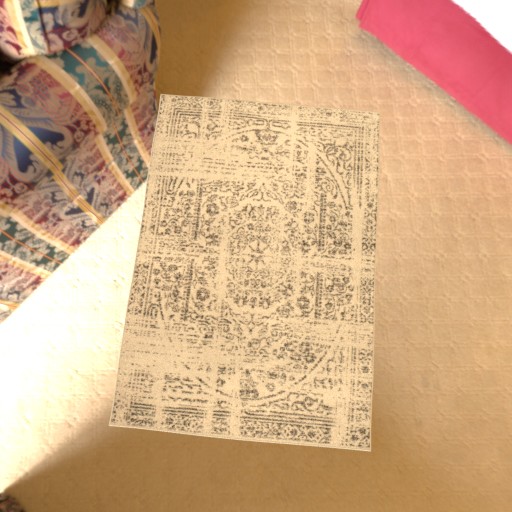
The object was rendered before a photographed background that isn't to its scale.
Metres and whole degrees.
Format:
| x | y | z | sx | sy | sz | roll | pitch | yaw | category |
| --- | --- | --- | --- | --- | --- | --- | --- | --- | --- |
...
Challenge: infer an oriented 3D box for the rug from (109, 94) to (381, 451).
| x | y | z | sx | sy | sz | roll | pitch | yaw | category |
| --- | --- | --- | --- | --- | --- | --- | --- | --- | --- |
| 0.000 | 0.000 | 3.125 | 1.706 | 0.026 | 2.438 | 5 | 77 | 1 | rug |
